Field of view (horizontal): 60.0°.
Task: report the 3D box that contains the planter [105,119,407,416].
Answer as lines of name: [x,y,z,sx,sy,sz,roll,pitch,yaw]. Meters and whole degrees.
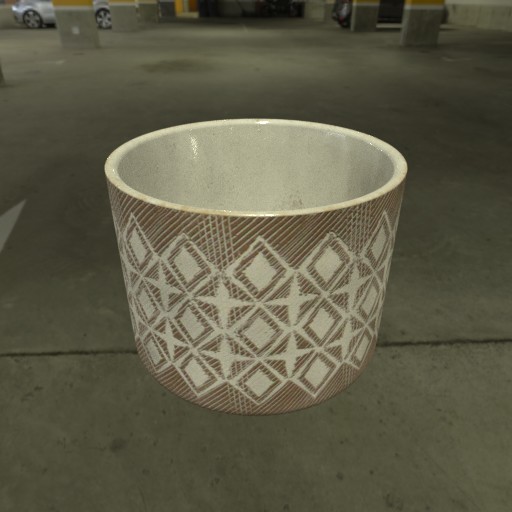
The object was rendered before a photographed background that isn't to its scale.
planter: [0.000,0.000,0.219,0.126,0.104,0.126,0,30,0]
